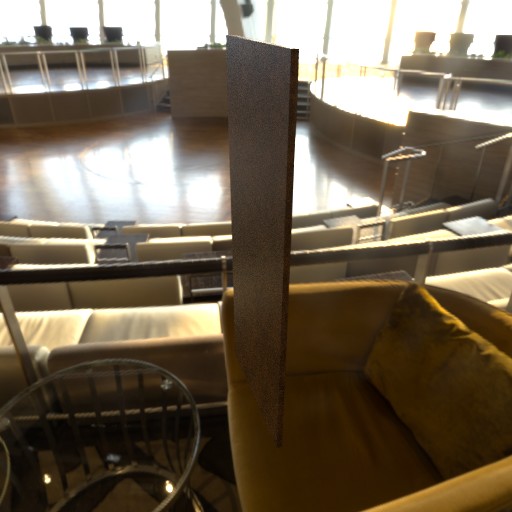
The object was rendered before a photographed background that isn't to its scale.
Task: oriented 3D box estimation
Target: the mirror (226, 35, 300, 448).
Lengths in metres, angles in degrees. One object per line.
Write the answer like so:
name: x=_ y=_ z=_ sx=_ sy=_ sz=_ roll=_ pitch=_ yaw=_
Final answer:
mirror: x=0.000 y=0.000 z=2.317 sx=0.032 sy=2.031 sz=0.812 roll=-10 pitch=31 yaw=-16
